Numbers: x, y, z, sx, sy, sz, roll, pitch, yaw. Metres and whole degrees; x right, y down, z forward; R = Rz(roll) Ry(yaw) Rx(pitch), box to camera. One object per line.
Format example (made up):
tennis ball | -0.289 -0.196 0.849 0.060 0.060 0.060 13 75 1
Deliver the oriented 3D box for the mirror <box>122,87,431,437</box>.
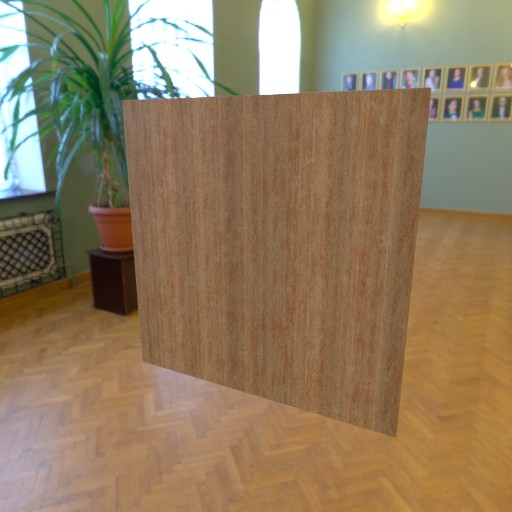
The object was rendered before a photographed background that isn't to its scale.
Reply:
mirror | 0.000 0.000 0.955 0.651 0.651 0.047 8 18 26
